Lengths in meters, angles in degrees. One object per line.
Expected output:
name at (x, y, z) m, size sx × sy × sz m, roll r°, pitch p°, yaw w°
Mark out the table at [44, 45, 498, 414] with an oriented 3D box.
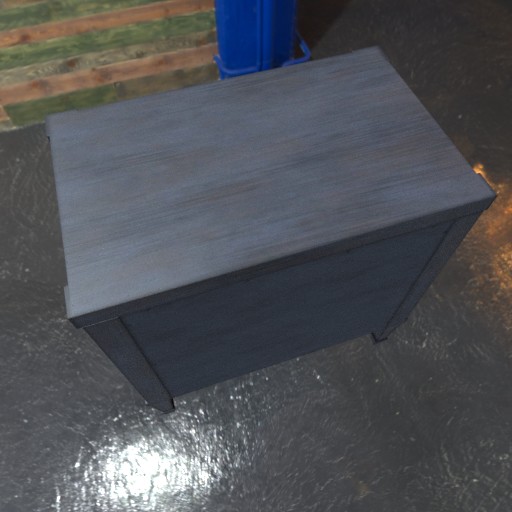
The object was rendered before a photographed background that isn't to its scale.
table at (0.000, 0.000, 1.020) m, size 0.660 × 0.660 × 0.413 m, roll -16°, pitch 60°, yaw -9°
